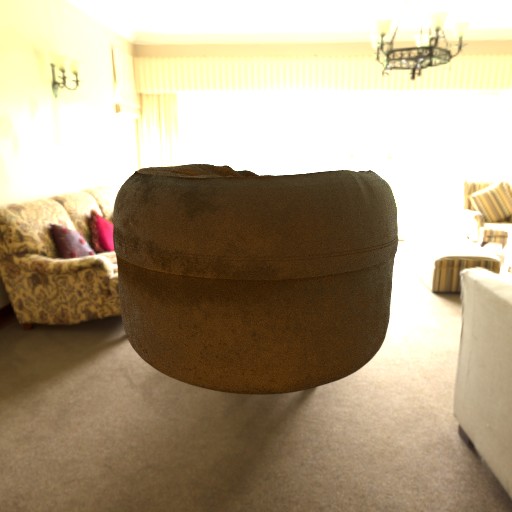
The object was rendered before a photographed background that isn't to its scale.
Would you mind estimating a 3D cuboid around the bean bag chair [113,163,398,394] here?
[{"bbox_3d":[0.000,0.000,1.497,0.918,0.605,0.918,0,14,0],"label":"bean bag chair"}]
